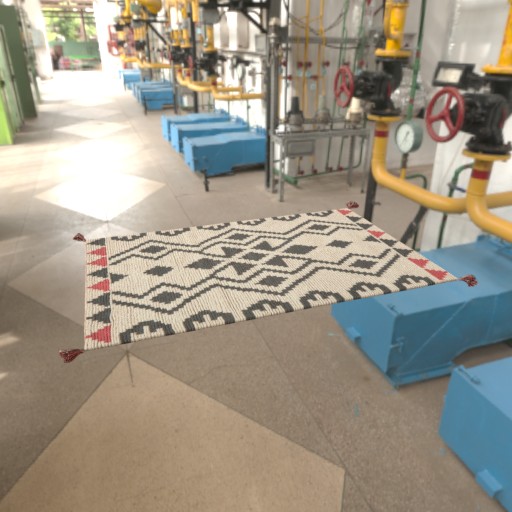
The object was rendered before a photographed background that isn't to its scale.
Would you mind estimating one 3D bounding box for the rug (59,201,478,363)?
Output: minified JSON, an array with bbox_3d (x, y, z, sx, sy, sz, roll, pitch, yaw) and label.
[{"bbox_3d":[0.000,0.000,3.328,2.672,0.066,1.741,-8,27,-17],"label":"rug"}]
